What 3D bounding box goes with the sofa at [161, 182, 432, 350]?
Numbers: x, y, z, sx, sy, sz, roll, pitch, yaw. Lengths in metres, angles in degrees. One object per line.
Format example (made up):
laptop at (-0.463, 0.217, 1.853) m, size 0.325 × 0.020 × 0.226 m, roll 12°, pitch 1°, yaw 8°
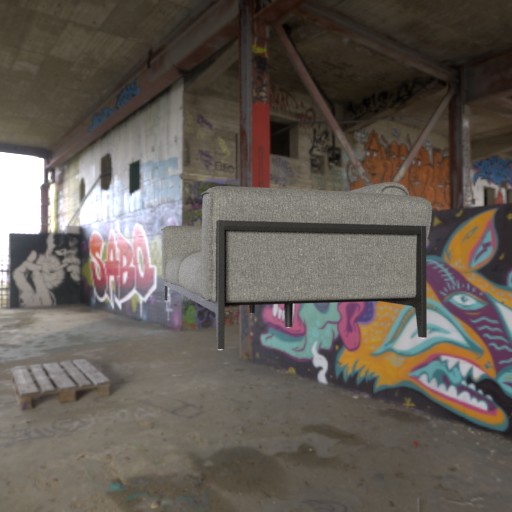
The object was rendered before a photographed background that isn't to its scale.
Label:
sofa at (0.000, 0.000, 2.709) m, size 0.985 × 0.703 × 2.125 m, roll 0°, pitch -1°, yaw -17°
